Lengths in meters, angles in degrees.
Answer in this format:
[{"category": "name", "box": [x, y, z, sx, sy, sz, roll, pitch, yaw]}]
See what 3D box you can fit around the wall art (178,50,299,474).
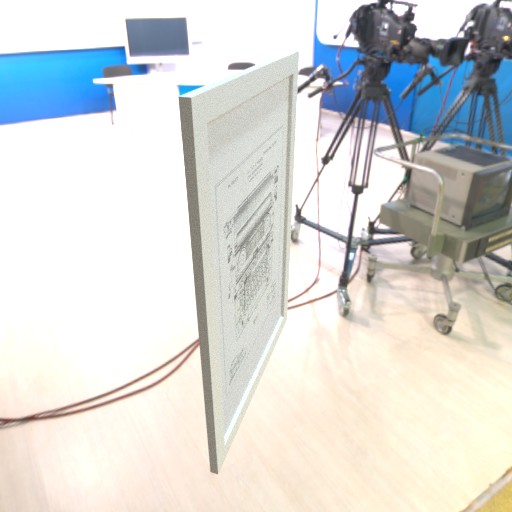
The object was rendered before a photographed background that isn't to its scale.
[{"category": "wall art", "box": [0.000, 0.000, 0.674, 0.013, 0.533, 0.381, 10, 32, 16]}]
